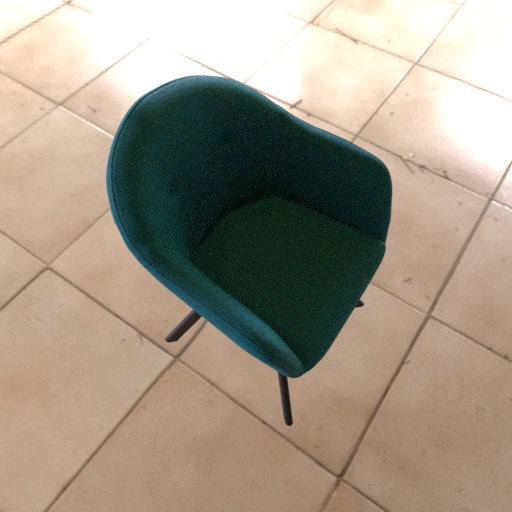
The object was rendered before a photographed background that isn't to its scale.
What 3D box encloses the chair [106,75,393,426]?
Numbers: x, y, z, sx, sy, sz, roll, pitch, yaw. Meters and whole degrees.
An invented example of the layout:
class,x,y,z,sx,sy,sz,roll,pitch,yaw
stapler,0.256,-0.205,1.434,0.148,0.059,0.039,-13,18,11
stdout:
class,x,y,z,sx,sy,sz,roll,pitch,yaw
chair,0.000,0.000,1.153,0.565,0.775,0.545,30,64,17
